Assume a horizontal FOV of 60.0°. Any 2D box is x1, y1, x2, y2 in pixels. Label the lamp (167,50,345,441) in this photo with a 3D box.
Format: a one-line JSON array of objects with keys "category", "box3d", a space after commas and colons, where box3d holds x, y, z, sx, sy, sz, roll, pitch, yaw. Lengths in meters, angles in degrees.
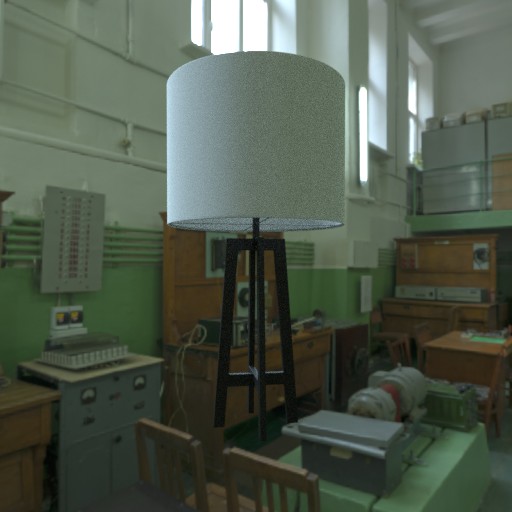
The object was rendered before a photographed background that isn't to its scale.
[{"category": "lamp", "box3d": [0.000, 0.000, 0.648, 0.257, 0.489, 0.257, -1, -1, 36]}]
